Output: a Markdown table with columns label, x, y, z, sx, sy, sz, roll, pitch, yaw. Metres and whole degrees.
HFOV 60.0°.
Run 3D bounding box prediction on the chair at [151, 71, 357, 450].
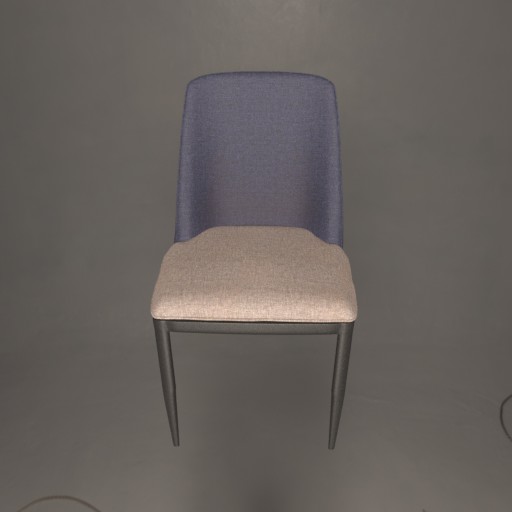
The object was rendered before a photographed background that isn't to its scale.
| label | x | y | z | sx | sy | sz | roll | pitch | yaw |
| --- | --- | --- | --- | --- | --- | --- | --- | --- | --- |
| chair | 0.000 | 0.000 | 1.168 | 0.480 | 0.839 | 0.551 | 1 | 30 | 1 |
